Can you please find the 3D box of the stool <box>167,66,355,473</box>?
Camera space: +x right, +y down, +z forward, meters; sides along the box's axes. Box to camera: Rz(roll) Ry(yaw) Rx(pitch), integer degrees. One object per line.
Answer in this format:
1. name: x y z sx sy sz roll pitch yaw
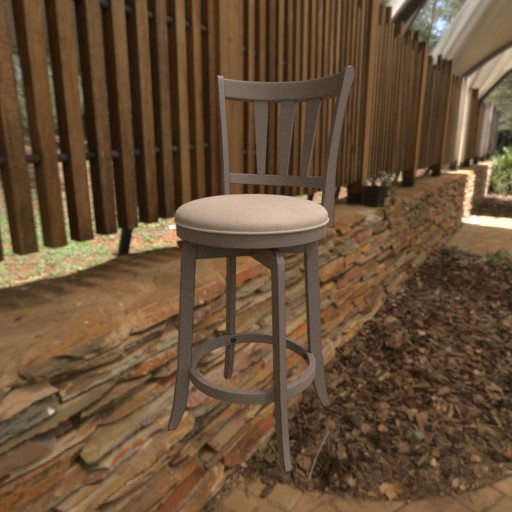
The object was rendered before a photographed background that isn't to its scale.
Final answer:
1. stool: 0.000 0.000 1.273 0.436 1.023 0.475 7 17 26
